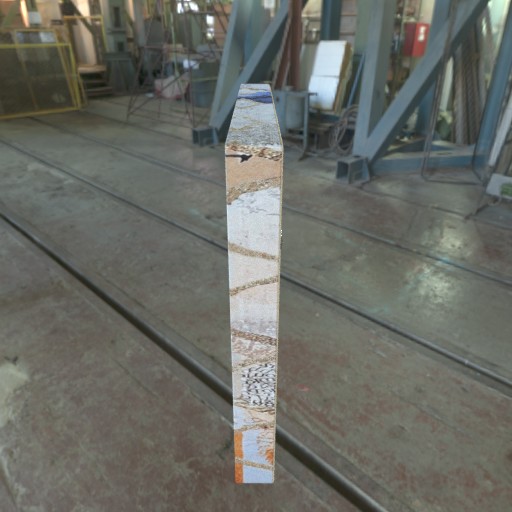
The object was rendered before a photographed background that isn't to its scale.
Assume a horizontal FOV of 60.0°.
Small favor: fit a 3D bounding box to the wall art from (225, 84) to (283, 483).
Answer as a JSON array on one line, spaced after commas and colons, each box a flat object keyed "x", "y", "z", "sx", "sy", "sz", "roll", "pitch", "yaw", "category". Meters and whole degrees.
[{"x": 0.000, "y": 0.000, "z": 0.461, "sx": 0.036, "sy": 0.304, "sz": 0.303, "roll": 0, "pitch": 27, "yaw": 0, "category": "wall art"}]
